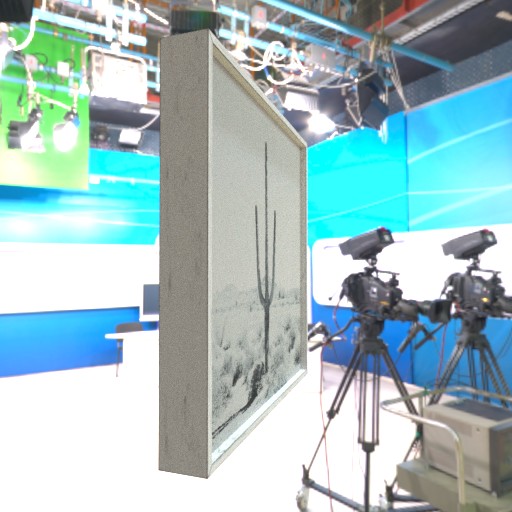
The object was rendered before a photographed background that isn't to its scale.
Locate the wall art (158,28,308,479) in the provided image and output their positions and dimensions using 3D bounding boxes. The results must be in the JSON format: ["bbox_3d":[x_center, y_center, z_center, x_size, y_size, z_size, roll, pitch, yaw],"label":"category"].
[{"bbox_3d":[0.000,0.000,0.449,0.038,0.305,0.305,0,-1,19],"label":"wall art"}]
